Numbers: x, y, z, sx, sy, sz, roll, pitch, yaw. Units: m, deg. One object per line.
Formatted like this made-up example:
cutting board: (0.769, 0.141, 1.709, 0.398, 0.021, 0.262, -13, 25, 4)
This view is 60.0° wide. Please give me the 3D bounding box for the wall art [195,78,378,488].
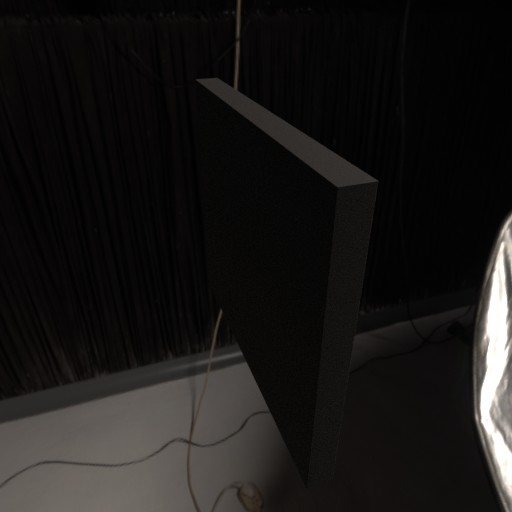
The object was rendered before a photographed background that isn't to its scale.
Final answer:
wall art: (0.000, 0.000, 0.521, 0.031, 0.330, 0.381, -11, 33, -17)
